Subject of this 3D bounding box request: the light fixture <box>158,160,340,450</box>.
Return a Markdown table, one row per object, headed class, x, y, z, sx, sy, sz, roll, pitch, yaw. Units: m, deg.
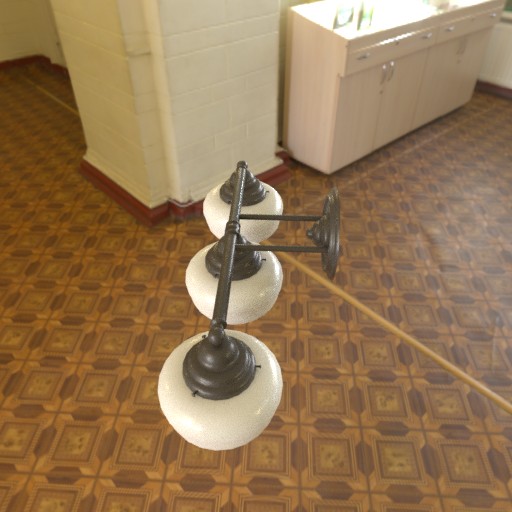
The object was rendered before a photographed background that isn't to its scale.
| class | x | y | z | sx | sy | sz | roll | pitch | yaw |
| --- | --- | --- | --- | --- | --- | --- | --- | --- | --- |
| light fixture | 0.000 | 0.000 | 0.722 | 0.239 | 0.242 | 0.587 | 2 | 40 | 2 |
